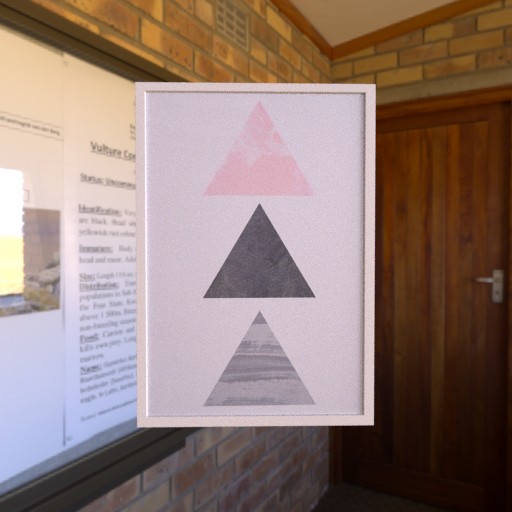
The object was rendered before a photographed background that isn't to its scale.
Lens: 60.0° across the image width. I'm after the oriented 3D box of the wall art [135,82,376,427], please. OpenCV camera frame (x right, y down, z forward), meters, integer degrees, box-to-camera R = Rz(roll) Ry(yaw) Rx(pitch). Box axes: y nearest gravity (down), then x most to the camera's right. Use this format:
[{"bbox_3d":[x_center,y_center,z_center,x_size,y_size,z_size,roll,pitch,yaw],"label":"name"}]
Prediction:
[{"bbox_3d":[0.000,0.000,0.853,0.456,0.656,0.013,0,1,-1],"label":"wall art"}]
